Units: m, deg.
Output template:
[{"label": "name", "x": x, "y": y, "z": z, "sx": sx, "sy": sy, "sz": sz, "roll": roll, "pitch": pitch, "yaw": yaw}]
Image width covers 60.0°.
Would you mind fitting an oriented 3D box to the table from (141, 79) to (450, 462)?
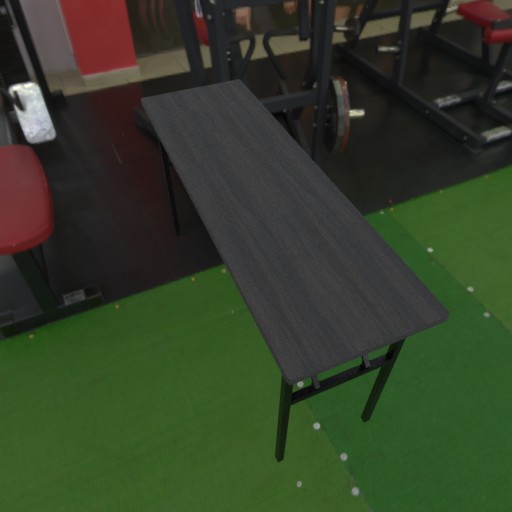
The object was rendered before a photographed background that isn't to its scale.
[{"label": "table", "x": 0.000, "y": 0.000, "z": 1.747, "sx": 0.449, "sy": 0.750, "sz": 1.399, "roll": -18, "pitch": 49, "yaw": -16}]
